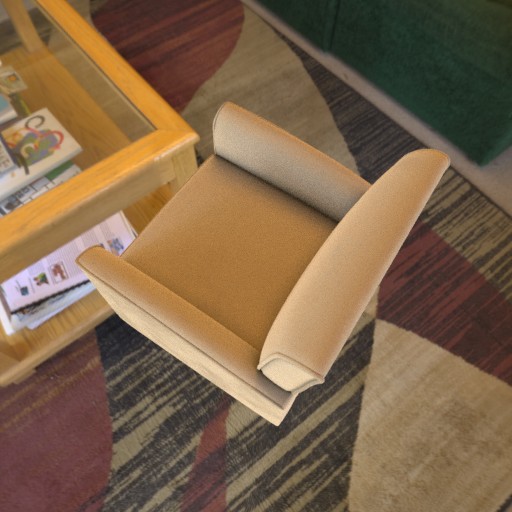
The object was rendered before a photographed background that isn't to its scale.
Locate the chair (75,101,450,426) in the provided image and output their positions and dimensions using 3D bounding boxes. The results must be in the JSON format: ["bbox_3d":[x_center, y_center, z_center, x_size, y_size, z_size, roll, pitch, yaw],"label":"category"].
[{"bbox_3d":[0.000,0.000,1.564,0.821,0.915,0.820,30,67,15],"label":"chair"}]
